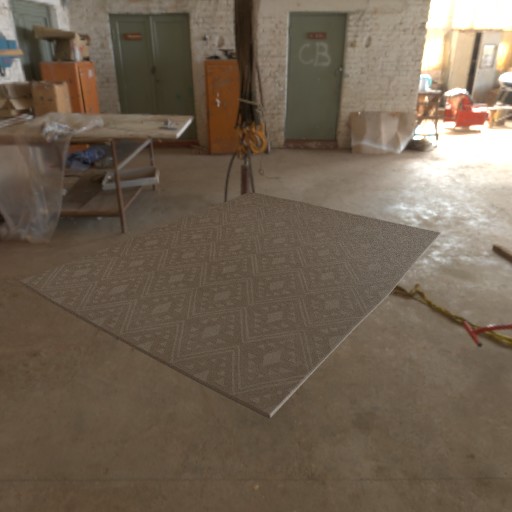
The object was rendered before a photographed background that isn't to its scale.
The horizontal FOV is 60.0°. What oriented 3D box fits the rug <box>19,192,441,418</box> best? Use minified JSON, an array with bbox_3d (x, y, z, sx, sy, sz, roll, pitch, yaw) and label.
[{"bbox_3d":[0.000,0.000,3.928,2.399,0.054,3.011,17,30,32],"label":"rug"}]
